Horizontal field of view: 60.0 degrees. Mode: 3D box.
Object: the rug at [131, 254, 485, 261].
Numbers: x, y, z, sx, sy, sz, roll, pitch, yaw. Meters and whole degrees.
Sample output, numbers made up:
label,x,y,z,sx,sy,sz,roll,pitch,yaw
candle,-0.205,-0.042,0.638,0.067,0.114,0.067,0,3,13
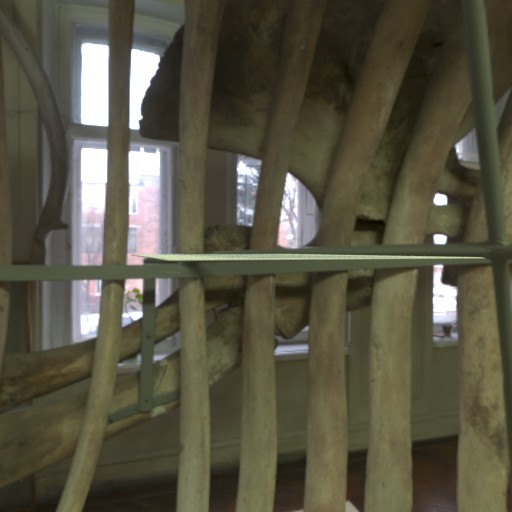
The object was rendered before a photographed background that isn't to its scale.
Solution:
label,x,y,z,sx,sy,sz,roll,pitch,yaw
rug,0.000,0.000,3.080,1.541,0.008,2.448,0,1,-19
